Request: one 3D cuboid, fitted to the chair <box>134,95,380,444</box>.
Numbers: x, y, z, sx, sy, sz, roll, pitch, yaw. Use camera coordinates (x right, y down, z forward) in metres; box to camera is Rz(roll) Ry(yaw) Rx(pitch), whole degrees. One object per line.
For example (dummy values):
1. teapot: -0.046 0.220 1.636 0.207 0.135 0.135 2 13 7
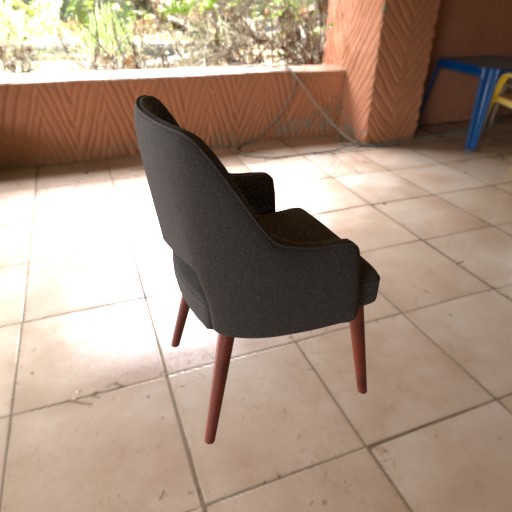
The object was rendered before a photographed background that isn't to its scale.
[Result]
1. chair: 0.000 0.000 1.235 0.560 0.838 0.559 -11 32 -19
